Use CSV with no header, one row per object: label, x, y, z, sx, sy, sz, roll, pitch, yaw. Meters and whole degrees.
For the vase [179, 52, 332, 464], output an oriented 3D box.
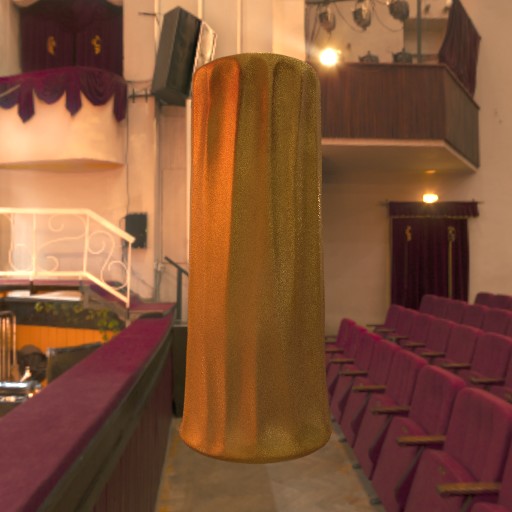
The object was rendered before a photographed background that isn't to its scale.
vase,0.000,0.000,0.180,0.061,0.143,0.061,0,-1,0
